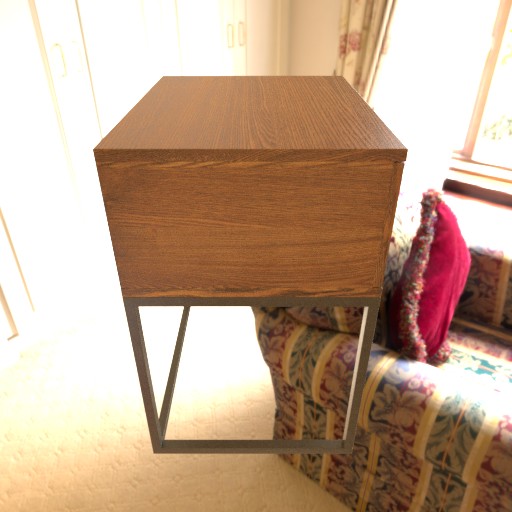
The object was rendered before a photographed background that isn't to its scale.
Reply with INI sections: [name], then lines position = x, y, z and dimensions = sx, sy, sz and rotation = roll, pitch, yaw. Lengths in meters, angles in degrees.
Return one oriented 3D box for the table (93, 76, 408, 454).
[table]
position = 0.000, 0.000, 0.907
dimensions = 0.400, 0.610, 0.482
rotation = 0, 32, 0
